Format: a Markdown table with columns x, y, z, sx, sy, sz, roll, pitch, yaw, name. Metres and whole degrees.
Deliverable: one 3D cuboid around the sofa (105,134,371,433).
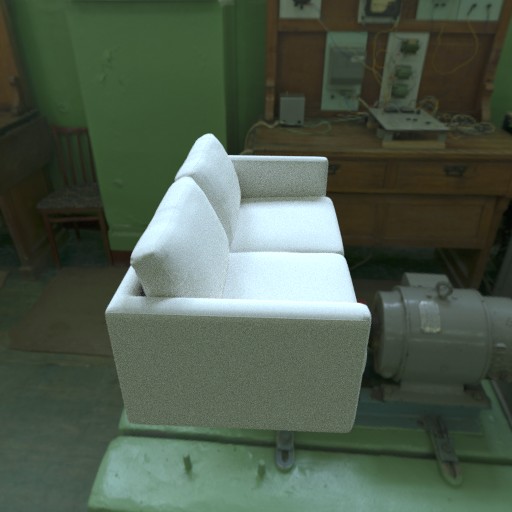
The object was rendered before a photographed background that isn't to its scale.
| x | y | z | sx | sy | sz | roll | pitch | yaw | name |
| --- | --- | --- | --- | --- | --- | --- | --- | --- | --- |
| 0.000 | 0.000 | 2.306 | 0.940 | 0.893 | 1.713 | 1 | 31 | 2 | sofa |
